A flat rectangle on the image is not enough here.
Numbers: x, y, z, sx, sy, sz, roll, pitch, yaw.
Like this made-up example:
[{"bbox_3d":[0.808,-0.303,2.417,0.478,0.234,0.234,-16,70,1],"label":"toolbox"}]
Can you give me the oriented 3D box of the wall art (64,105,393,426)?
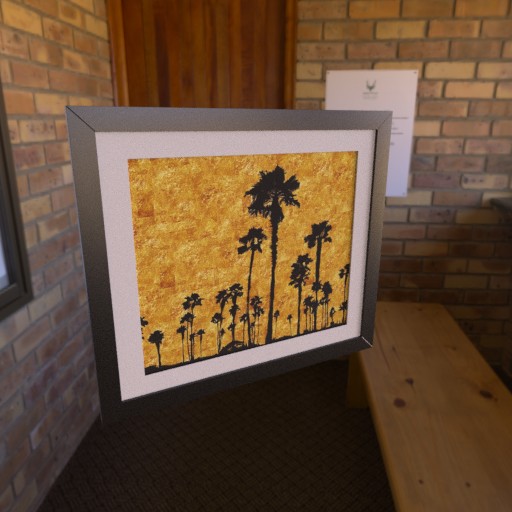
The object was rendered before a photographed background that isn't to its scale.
[{"bbox_3d":[0.000,0.000,0.525,0.383,0.332,0.012,-9,19,-26],"label":"wall art"}]
